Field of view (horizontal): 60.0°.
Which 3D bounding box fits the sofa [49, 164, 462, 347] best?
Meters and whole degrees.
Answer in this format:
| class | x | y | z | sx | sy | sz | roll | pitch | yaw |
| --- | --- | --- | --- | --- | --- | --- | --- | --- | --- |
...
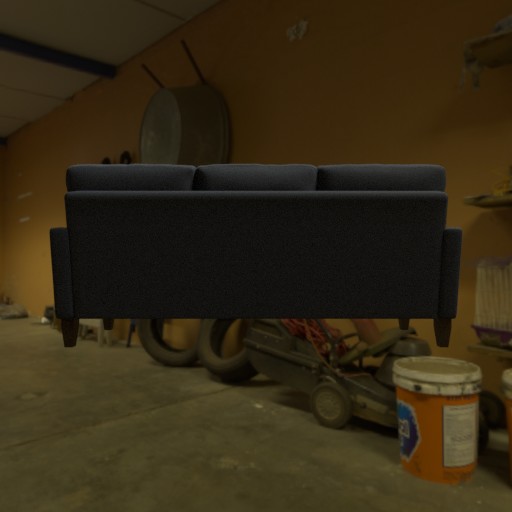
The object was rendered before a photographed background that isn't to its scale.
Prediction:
| class | x | y | z | sx | sy | sz | roll | pitch | yaw |
| --- | --- | --- | --- | --- | --- | --- | --- | --- | --- |
| sofa | 0.000 | 0.000 | 2.653 | 2.115 | 0.984 | 0.888 | 0 | -1 | 0 |
